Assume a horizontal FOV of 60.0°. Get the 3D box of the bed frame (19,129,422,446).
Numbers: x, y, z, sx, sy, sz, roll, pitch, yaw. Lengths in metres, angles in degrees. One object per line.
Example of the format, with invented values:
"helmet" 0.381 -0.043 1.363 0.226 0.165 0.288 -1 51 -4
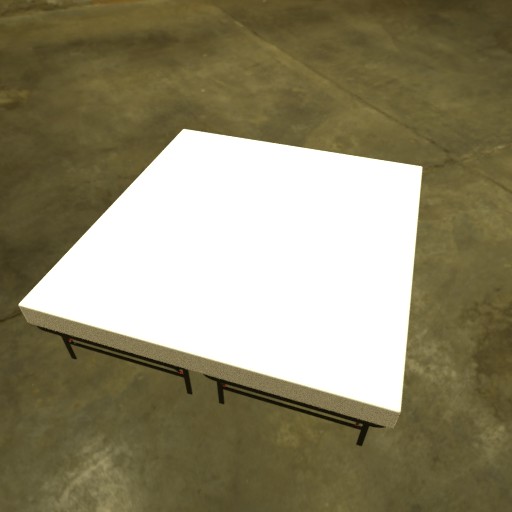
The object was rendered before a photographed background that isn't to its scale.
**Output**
"bed frame" 0.000 0.000 2.969 1.930 0.559 2.032 12 44 13
